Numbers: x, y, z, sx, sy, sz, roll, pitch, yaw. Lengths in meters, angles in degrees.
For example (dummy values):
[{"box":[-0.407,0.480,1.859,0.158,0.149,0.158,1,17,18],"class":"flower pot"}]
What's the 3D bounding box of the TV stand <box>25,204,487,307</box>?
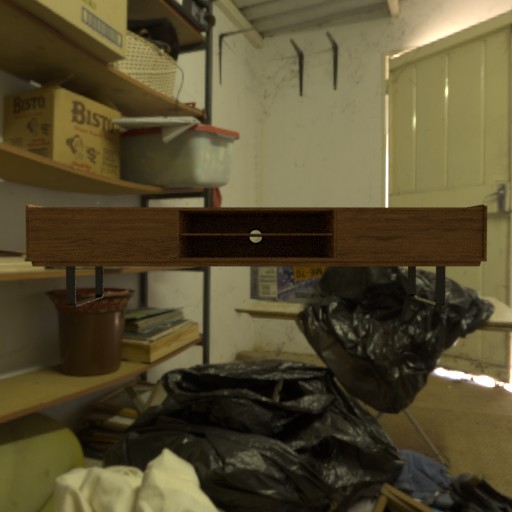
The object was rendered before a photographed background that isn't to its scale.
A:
[{"box":[0.000,0.000,1.956,1.796,0.415,0.467,0,1,0],"class":"TV stand"}]
